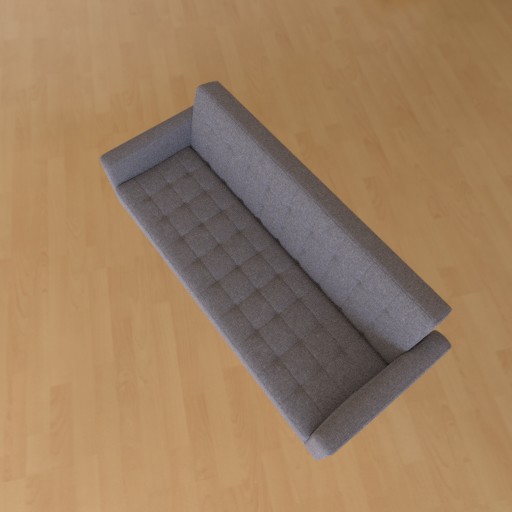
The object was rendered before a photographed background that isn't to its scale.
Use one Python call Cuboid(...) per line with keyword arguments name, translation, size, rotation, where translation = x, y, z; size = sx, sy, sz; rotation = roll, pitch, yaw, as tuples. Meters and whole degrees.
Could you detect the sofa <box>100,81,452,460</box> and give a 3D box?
Cuboid(name="sofa", translation=(0.000, 0.000, 2.482), size=(0.810, 0.850, 2.040), rotation=(-35, 68, -16))
